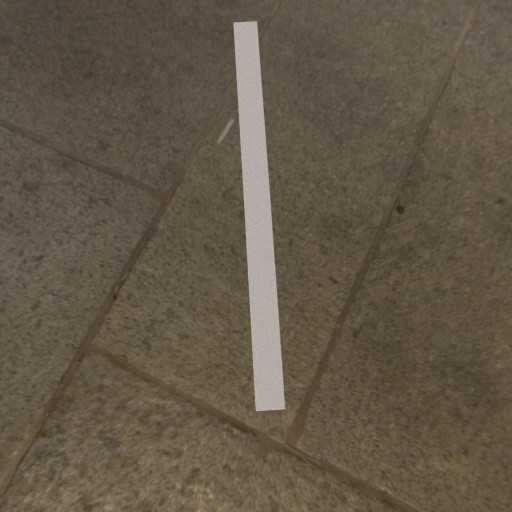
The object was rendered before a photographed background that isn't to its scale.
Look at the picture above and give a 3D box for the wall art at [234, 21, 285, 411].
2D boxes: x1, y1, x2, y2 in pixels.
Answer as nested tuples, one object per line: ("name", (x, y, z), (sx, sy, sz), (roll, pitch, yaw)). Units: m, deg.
("wall art", (0.000, 0.000, 0.745), (0.030, 0.549, 0.443), (-3, 76, -1))
